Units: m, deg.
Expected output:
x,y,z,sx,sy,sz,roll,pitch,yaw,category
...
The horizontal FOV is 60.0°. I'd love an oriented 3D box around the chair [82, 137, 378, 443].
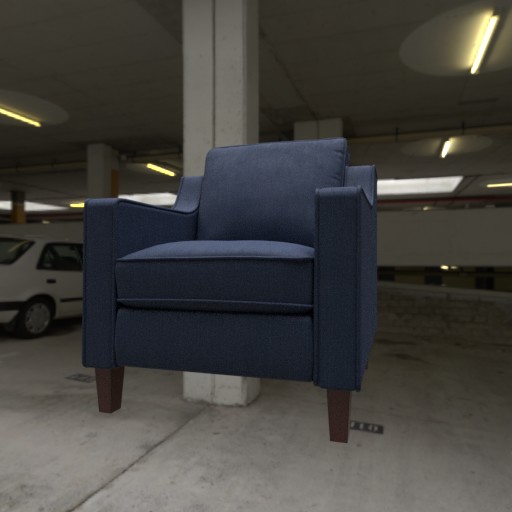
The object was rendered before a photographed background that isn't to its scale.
x,y,z,sx,sy,sz,roll,pitch,yaw,category
0.000,0.000,1.634,0.831,0.960,0.909,0,0,18,chair
